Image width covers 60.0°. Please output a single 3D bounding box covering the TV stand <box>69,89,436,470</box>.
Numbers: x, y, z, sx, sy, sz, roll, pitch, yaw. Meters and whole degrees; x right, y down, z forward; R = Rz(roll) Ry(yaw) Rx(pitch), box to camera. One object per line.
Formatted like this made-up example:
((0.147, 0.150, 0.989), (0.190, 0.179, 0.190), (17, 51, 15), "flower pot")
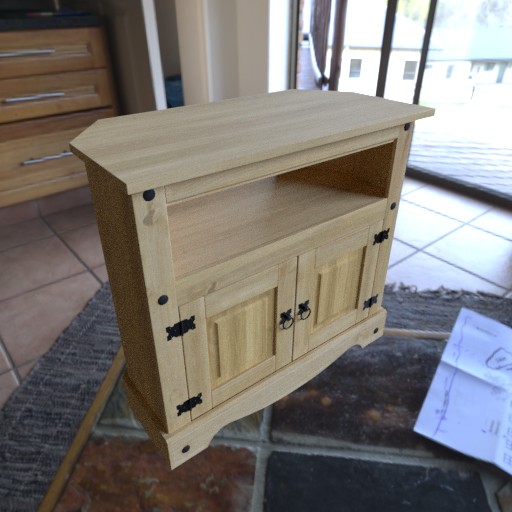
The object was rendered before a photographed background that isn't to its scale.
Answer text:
((0.000, 0.000, 1.272), (0.851, 0.781, 0.425), (-22, 37, -32), "TV stand")
